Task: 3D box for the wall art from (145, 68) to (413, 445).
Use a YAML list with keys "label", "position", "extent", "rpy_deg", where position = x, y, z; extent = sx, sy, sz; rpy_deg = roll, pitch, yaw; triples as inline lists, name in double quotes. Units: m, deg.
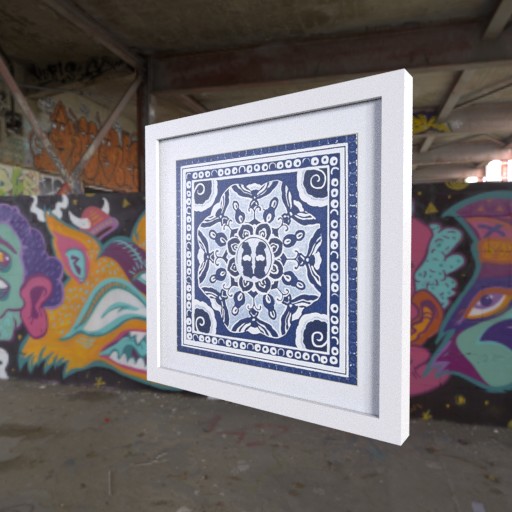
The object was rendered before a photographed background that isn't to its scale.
- label: "wall art"
  position: [0.000, 0.000, 0.529]
  extent: [0.355, 0.355, 0.027]
  rpy_deg: [1, 2, 35]
